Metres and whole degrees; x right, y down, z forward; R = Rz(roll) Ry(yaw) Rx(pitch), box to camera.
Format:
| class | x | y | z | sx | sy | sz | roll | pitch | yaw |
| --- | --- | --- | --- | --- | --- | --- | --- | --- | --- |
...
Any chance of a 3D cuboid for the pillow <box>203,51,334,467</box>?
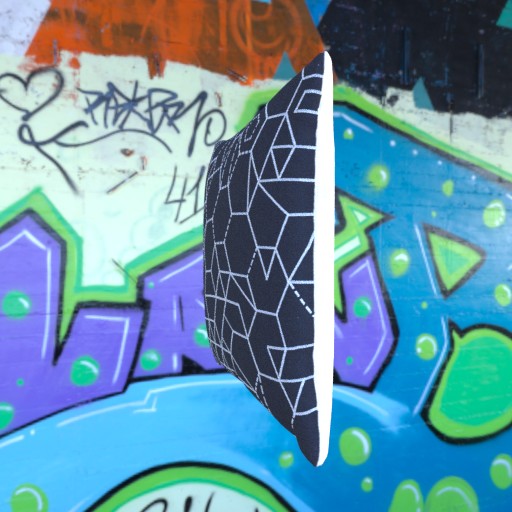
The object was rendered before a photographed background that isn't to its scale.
| class | x | y | z | sx | sy | sz | roll | pitch | yaw |
| --- | --- | --- | --- | --- | --- | --- | --- | --- | --- |
| pillow | 0.000 | 0.000 | 0.779 | 0.158 | 0.508 | 0.517 | 0 | 1 | -19 |
